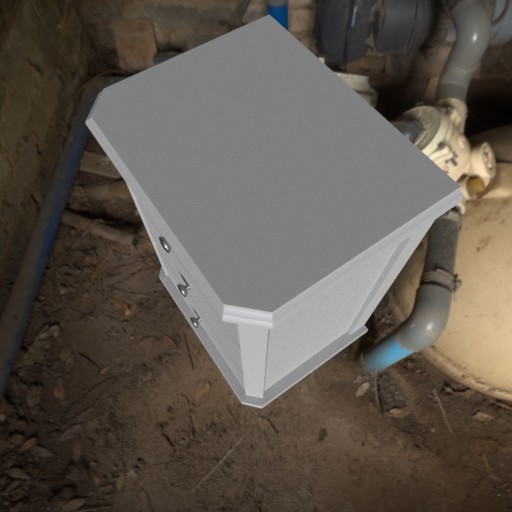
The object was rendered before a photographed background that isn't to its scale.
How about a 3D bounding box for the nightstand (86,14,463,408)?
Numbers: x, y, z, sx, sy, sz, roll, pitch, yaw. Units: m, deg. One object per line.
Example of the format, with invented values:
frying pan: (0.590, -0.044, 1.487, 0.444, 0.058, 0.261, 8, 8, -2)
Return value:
nightstand: (0.000, 0.000, 0.910, 0.350, 0.680, 0.450, -32, 67, -15)
